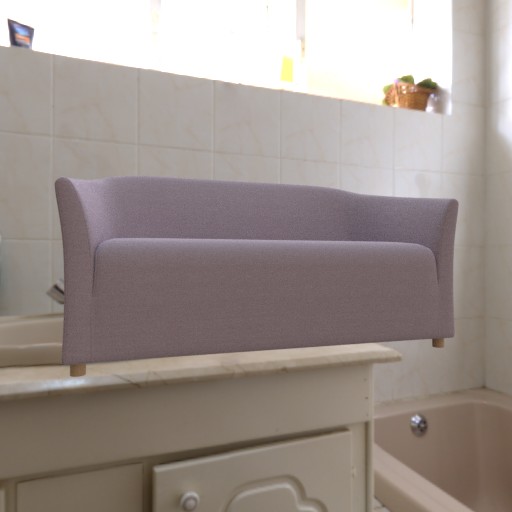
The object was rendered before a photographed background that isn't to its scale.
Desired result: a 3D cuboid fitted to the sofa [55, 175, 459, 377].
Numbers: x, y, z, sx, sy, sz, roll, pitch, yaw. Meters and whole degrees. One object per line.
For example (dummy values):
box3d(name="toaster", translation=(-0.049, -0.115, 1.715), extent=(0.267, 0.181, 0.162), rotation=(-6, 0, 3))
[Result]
box3d(name="sofa", translation=(0.000, 0.000, 1.822), extent=(1.452, 0.721, 0.705), rotation=(0, -1, -19))
